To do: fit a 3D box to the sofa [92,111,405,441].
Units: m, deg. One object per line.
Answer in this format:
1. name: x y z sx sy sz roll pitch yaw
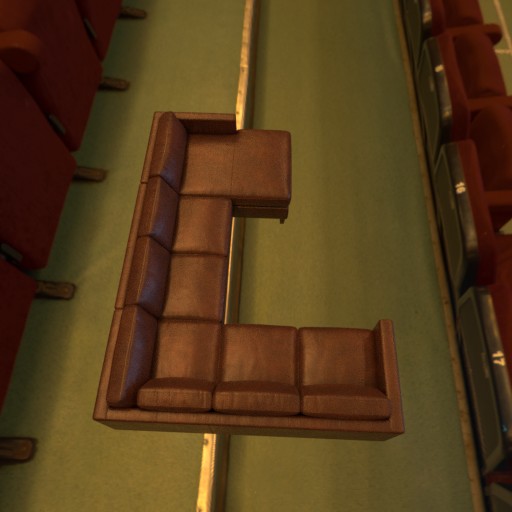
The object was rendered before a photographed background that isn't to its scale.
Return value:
1. sofa: 0.000 0.000 4.482 2.452 0.891 3.324 2 62 1
